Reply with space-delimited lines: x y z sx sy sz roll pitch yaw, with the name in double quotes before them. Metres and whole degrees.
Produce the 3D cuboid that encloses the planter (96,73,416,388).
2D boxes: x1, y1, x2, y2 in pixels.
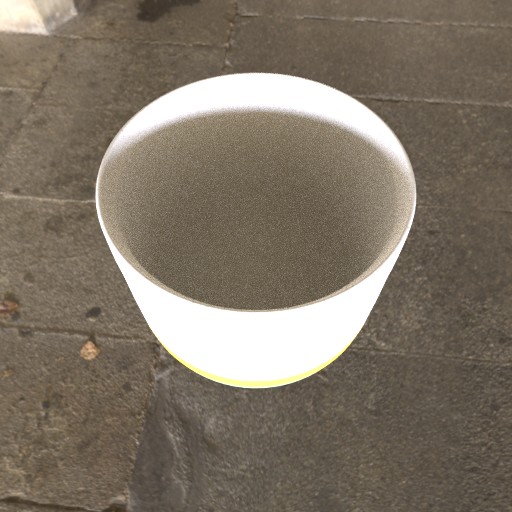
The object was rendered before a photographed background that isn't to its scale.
"planter" 0.000 0.000 0.487 0.268 0.270 0.268 0 58 0
